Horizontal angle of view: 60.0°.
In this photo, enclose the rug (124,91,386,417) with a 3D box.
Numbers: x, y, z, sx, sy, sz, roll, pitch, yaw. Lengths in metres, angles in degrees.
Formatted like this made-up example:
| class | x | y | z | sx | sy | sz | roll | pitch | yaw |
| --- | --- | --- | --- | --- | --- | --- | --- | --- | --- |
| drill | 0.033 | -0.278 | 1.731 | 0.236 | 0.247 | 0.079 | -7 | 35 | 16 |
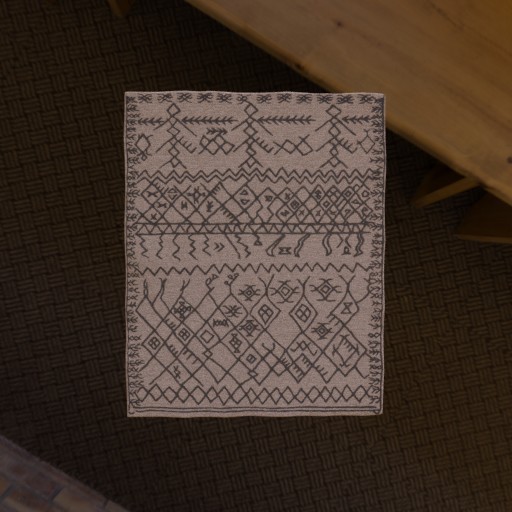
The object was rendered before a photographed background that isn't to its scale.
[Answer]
| class | x | y | z | sx | sy | sz | roll | pitch | yaw |
| --- | --- | --- | --- | --- | --- | --- | --- | --- | --- |
| rug | 0.000 | 0.000 | 3.342 | 1.964 | 0.025 | 2.455 | 0 | 92 | -2 |
